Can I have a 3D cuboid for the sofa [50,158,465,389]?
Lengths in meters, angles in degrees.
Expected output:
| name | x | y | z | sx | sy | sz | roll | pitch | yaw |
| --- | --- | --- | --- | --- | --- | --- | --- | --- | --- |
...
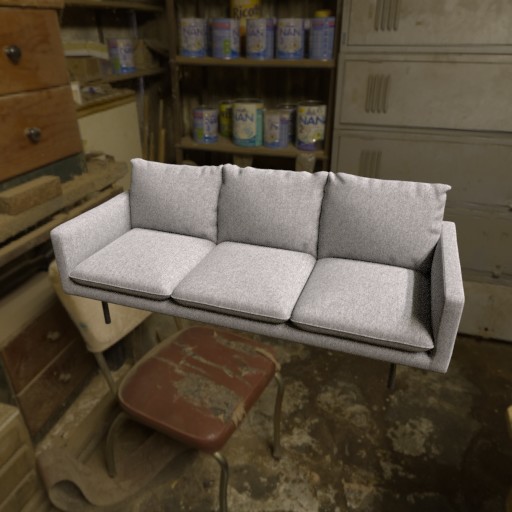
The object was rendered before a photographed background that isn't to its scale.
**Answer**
| name | x | y | z | sx | sy | sz | roll | pitch | yaw |
| --- | --- | --- | --- | --- | --- | --- | --- | --- | --- |
| sofa | 0.000 | 0.000 | 2.408 | 2.000 | 0.830 | 0.850 | 9 | 28 | 17 |
